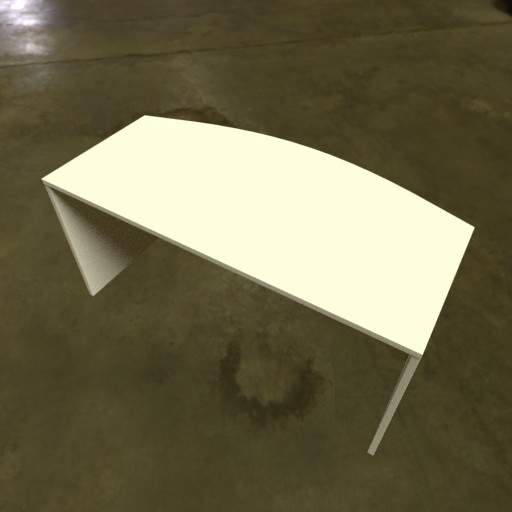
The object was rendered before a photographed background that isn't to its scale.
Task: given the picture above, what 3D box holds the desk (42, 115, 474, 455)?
[{"bbox_3d":[0.000,0.000,2.052,1.600,0.750,0.802,24,50,22],"label":"desk"}]
